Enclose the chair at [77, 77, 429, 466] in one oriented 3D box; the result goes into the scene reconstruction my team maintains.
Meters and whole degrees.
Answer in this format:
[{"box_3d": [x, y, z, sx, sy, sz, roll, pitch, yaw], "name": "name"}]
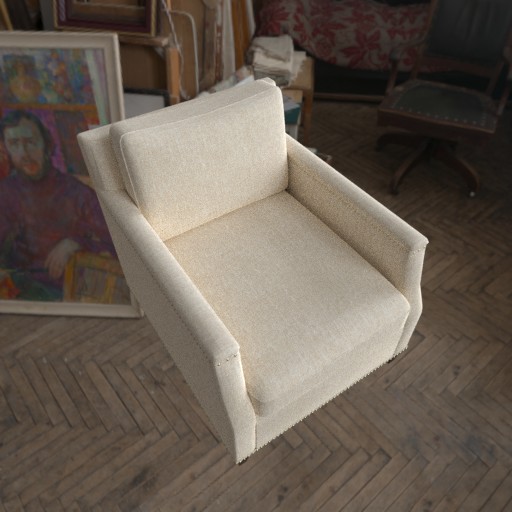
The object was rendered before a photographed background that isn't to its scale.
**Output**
[{"box_3d": [0.000, 0.000, 1.709, 0.838, 0.940, 1.041, -26, 51, -23], "name": "chair"}]
